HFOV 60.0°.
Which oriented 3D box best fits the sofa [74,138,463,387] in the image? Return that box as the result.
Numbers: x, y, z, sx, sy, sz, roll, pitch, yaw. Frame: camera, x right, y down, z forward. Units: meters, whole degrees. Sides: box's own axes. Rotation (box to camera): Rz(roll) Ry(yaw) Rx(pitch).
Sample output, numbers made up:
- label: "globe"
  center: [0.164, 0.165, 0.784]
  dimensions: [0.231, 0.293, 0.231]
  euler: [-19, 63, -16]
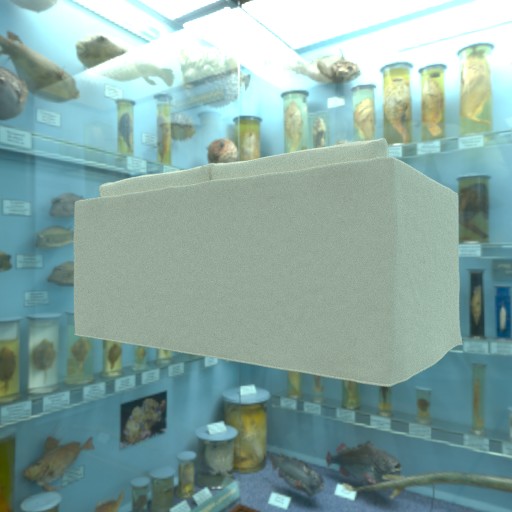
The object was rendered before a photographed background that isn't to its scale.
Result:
- label: "sofa"
  center: [0.000, 0.000, 2.224]
  dimensions: [1.746, 0.834, 0.962]
  euler: [-1, -1, 36]
